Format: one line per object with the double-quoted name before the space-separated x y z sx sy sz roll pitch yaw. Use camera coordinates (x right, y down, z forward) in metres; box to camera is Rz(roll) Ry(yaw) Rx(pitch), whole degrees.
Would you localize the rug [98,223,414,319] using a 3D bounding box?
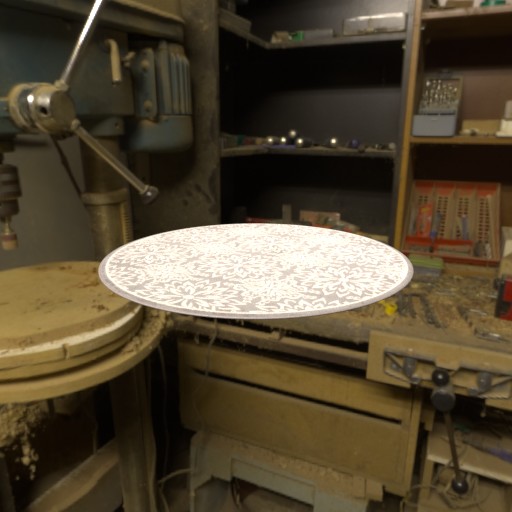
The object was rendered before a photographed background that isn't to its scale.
"rug" 0.000 0.000 2.366 1.593 0.012 1.593 0 16 0
